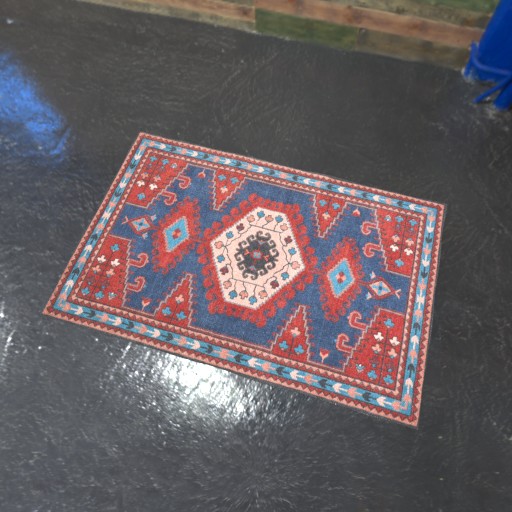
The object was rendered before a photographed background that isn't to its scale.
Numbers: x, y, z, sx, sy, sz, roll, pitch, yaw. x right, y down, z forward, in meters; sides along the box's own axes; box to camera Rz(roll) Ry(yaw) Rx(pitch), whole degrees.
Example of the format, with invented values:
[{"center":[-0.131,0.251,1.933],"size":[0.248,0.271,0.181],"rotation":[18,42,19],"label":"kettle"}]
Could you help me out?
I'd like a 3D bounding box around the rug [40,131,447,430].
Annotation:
[{"center":[0.000,0.000,2.275],"size":[1.820,0.012,1.207],"rotation":[15,64,7],"label":"rug"}]
